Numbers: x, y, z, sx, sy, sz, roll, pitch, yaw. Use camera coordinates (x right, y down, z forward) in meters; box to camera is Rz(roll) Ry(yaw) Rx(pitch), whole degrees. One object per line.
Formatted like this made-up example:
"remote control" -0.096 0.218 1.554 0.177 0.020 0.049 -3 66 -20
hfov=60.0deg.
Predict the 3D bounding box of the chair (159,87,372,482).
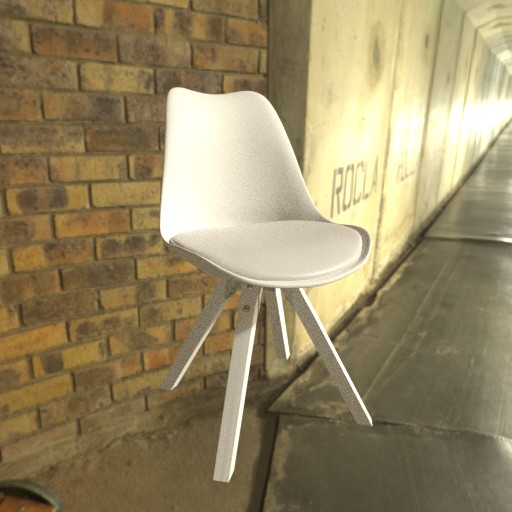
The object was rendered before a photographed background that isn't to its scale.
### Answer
"chair" 0.000 0.000 1.144 0.485 0.850 0.550 -8 17 -27
